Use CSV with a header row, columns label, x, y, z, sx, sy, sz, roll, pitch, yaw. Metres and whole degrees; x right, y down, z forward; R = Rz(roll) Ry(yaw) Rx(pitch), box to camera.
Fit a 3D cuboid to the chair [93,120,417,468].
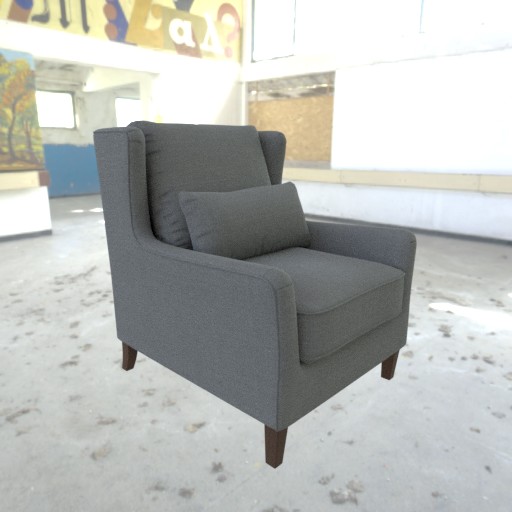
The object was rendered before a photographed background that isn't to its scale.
label,x,y,z,sx,sy,sz,roll,pitch,yaw
chair,0.000,0.000,1.800,1.040,1.056,0.866,13,19,42
